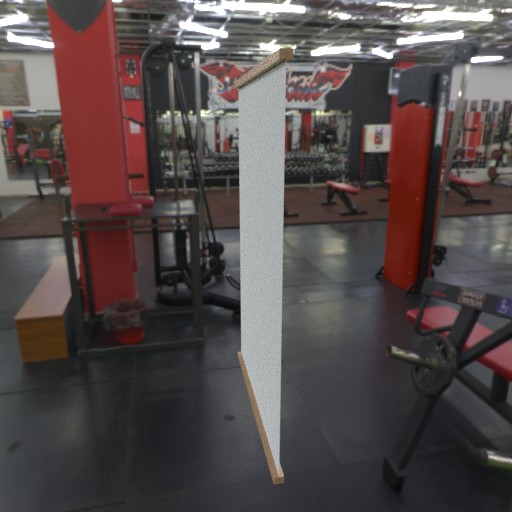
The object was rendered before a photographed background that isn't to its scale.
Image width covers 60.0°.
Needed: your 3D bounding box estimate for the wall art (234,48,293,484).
[{"bbox_3d":[0.000,0.000,0.654,0.013,0.510,0.335,-3,16,-10],"label":"wall art"}]
